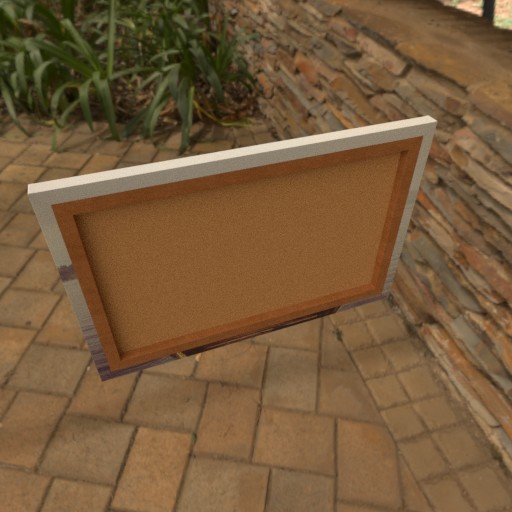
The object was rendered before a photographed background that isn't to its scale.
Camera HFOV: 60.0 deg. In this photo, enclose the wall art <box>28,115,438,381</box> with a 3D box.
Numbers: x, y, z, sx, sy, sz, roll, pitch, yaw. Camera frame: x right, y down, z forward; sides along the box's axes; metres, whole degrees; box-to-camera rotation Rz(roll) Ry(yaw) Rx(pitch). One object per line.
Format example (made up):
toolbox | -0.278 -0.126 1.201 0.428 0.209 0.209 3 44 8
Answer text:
wall art | 0.000 0.000 1.152 0.916 0.609 0.037 -14 43 -15
